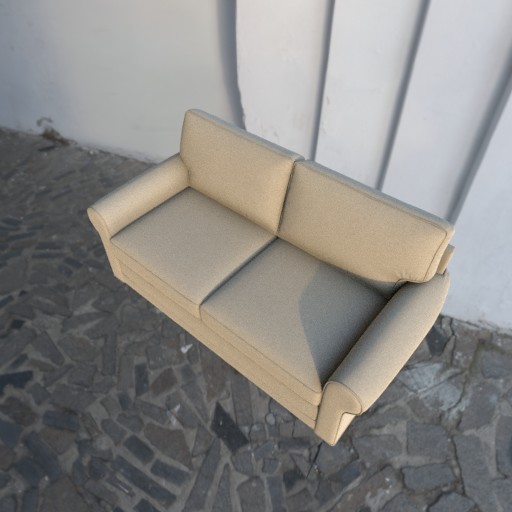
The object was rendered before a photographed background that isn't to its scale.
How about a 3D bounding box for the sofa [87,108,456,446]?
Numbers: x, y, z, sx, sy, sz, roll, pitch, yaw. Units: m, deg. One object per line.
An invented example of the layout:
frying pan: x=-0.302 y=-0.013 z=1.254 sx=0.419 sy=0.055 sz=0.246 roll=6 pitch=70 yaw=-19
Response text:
sofa: x=0.000 y=0.000 z=2.485 sx=1.930 sy=0.952 sz=0.940 roll=31 pitch=54 yaw=27
